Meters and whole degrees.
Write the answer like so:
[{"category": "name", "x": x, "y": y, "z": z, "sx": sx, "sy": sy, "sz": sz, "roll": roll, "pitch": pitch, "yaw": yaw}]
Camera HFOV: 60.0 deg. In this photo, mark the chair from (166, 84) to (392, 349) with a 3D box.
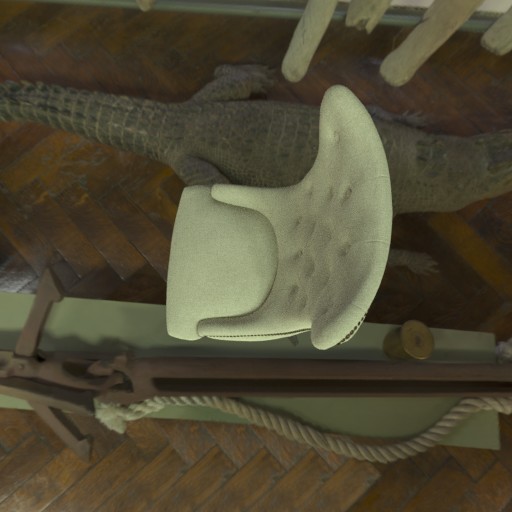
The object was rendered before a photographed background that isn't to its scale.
[{"category": "chair", "x": 0.000, "y": 0.000, "z": 1.424, "sx": 0.590, "sy": 1.065, "sz": 0.584, "roll": 4, "pitch": 77, "yaw": 1}]
